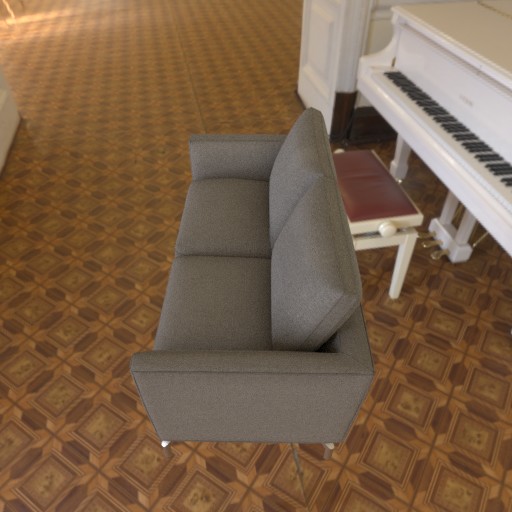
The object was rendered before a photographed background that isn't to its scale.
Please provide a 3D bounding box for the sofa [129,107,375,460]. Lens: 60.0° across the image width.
[{"bbox_3d":[0.000,0.000,2.134,0.803,0.924,1.594,1,43,1],"label":"sofa"}]
